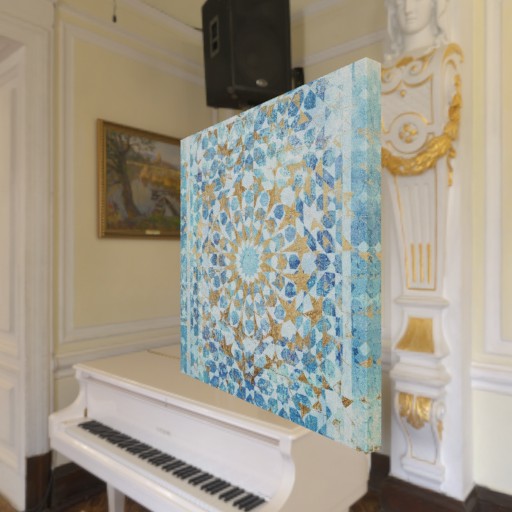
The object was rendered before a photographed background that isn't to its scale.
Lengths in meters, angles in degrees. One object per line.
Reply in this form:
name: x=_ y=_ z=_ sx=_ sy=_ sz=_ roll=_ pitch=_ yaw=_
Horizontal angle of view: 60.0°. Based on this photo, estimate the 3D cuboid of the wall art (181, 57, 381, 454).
wall art: x=0.000 y=0.000 z=0.932 sx=0.040 sy=0.609 sz=0.609 roll=0 pitch=0 yaw=-37
